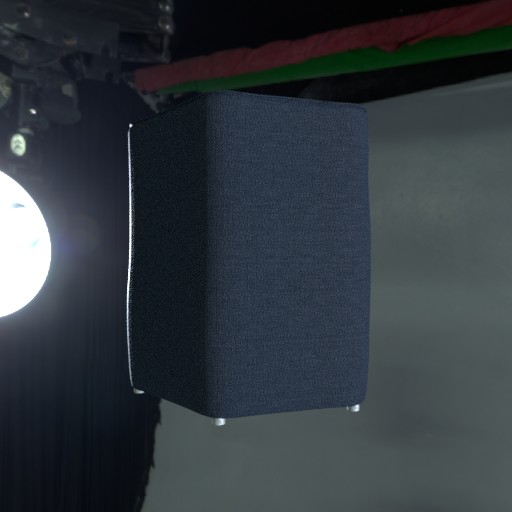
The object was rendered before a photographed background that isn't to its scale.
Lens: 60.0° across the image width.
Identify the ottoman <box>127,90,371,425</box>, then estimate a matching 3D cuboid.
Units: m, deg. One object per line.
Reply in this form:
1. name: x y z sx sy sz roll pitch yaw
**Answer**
1. ottoman: 0.000 0.000 0.885 0.454 0.505 0.492 0 0 18
